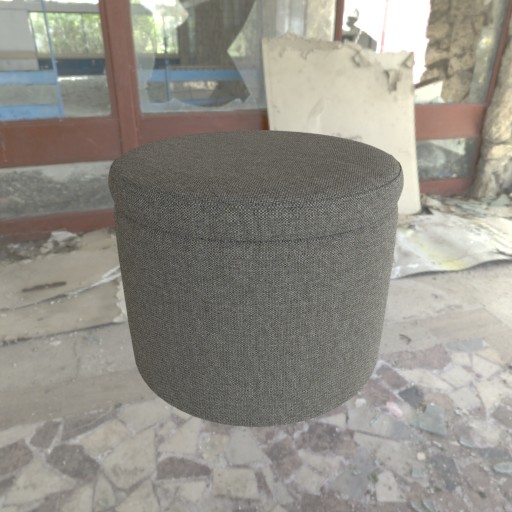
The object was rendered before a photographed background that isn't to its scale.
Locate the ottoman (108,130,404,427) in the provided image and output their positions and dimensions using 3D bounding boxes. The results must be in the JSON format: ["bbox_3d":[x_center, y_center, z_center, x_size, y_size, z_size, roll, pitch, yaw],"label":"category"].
[{"bbox_3d":[0.000,0.000,0.885,0.520,0.430,0.520,0,26,0],"label":"ottoman"}]
